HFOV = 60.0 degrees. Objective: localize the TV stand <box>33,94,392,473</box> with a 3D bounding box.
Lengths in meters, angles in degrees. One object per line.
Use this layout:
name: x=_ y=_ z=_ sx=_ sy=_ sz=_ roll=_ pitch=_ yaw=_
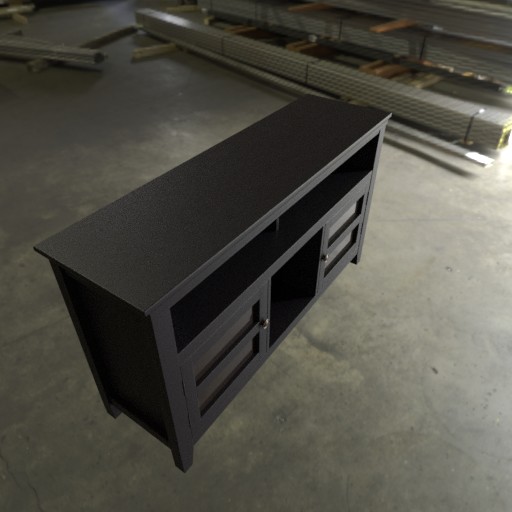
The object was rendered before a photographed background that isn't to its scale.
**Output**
TV stand: x=0.000 y=0.000 z=1.482 sx=0.347 sy=0.681 sz=1.198 roll=24 pitch=45 yaw=27
